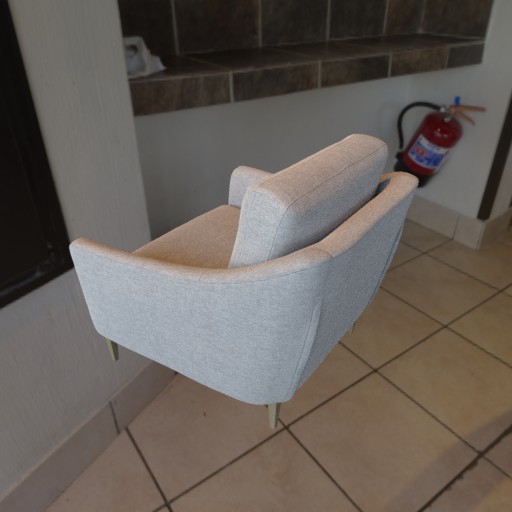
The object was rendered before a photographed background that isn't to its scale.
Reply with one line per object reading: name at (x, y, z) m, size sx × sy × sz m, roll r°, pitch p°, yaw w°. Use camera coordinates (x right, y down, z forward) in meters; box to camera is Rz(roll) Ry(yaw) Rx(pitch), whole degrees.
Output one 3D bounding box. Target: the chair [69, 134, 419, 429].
chair at (0.000, 0.000, 1.725) m, size 0.961 × 0.902 × 0.986 m, roll 21°, pitch 37°, yaw 30°
